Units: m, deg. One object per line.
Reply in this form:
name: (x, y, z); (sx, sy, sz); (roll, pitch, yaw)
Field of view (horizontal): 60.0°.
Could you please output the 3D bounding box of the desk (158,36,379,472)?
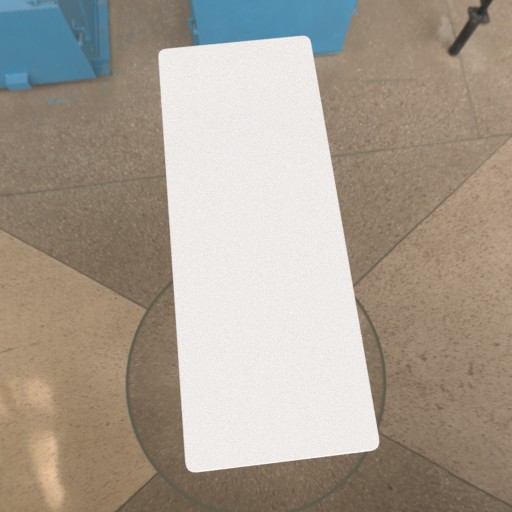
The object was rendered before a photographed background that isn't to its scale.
desk: (0.000, 0.000, 1.785); (0.550, 0.762, 1.400); (-6, 75, -2)
